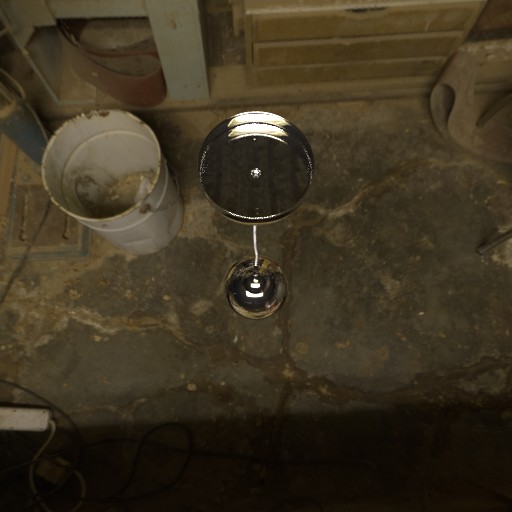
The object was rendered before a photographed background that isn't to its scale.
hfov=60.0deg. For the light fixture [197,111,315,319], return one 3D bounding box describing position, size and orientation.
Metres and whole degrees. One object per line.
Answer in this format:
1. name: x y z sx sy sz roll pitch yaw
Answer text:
1. light fixture: 0.000 0.000 1.680 0.336 1.538 0.336 -2 75 -1
